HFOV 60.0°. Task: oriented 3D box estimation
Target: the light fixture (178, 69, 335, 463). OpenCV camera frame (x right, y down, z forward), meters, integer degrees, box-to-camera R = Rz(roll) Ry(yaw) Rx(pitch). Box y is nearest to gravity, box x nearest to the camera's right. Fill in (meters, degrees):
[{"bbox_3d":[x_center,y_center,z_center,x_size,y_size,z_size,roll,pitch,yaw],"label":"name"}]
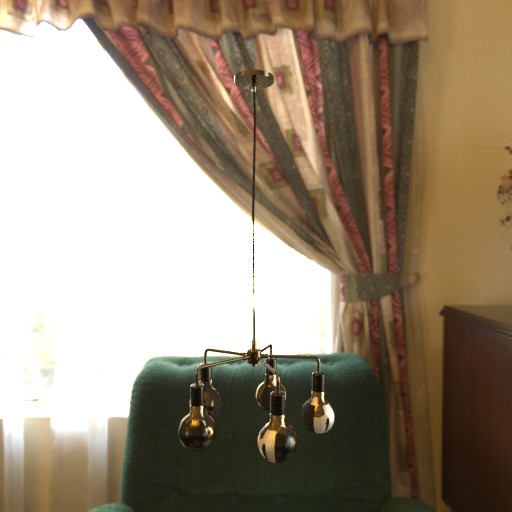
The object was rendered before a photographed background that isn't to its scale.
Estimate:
[{"bbox_3d":[0.000,0.000,1.218,0.438,0.988,0.421,0,1,-19],"label":"light fixture"}]
